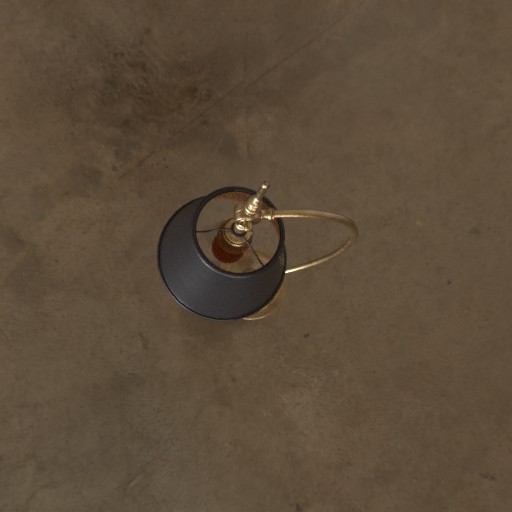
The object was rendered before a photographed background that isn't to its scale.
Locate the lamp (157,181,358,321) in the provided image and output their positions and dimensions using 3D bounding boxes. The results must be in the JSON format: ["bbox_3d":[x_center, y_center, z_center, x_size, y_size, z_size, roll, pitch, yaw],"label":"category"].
[{"bbox_3d":[0.000,0.000,0.813,0.344,0.675,0.235,-4,77,-1],"label":"lamp"}]
